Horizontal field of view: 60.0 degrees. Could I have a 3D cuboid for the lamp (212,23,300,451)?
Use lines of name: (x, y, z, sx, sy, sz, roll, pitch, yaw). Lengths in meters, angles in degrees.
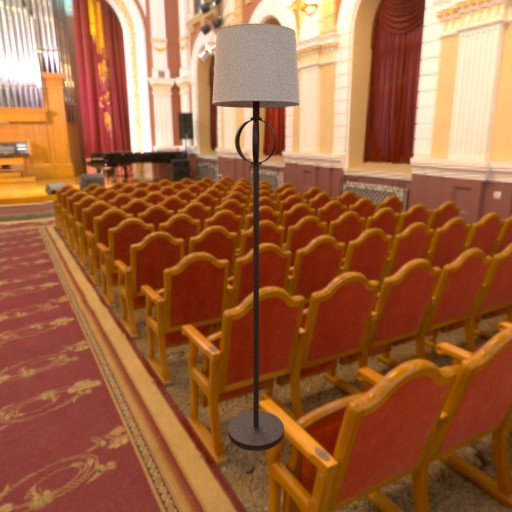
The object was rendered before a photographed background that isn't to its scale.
lamp: (0.000, 0.000, 1.594, 0.286, 1.462, 0.286, -8, 17, -27)
